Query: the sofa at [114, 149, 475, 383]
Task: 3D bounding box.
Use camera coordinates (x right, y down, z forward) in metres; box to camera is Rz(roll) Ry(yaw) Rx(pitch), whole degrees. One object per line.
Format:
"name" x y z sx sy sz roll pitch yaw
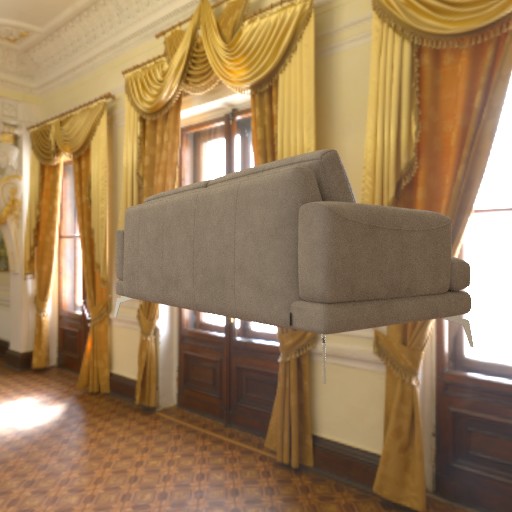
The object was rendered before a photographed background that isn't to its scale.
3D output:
"sofa" 0.000 0.000 2.501 0.980 0.830 2.013 0 0 -37
